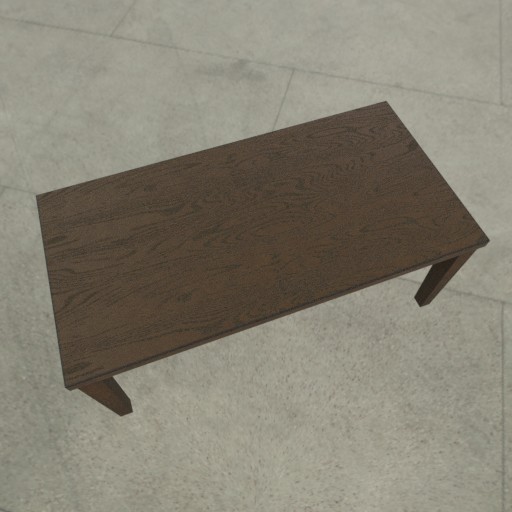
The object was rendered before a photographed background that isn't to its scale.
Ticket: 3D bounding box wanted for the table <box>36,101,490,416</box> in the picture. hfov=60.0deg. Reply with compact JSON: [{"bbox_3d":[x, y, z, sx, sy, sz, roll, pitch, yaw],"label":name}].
[{"bbox_3d":[0.000,0.000,2.483,1.981,0.762,1.016,-18,62,-10],"label":"table"}]
